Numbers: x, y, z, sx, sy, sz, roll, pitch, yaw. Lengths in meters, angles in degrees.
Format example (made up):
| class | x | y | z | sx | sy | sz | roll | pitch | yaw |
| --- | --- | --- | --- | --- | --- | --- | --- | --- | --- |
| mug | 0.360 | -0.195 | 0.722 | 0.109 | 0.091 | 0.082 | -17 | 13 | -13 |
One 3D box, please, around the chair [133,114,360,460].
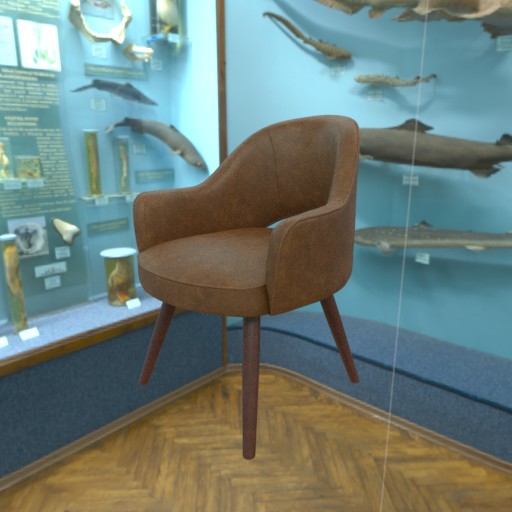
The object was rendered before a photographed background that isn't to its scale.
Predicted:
| class | x | y | z | sx | sy | sz | roll | pitch | yaw |
| --- | --- | --- | --- | --- | --- | --- | --- | --- | --- |
| chair | 0.000 | 0.000 | 1.249 | 0.591 | 0.777 | 0.640 | 14 | 21 | 42 |
